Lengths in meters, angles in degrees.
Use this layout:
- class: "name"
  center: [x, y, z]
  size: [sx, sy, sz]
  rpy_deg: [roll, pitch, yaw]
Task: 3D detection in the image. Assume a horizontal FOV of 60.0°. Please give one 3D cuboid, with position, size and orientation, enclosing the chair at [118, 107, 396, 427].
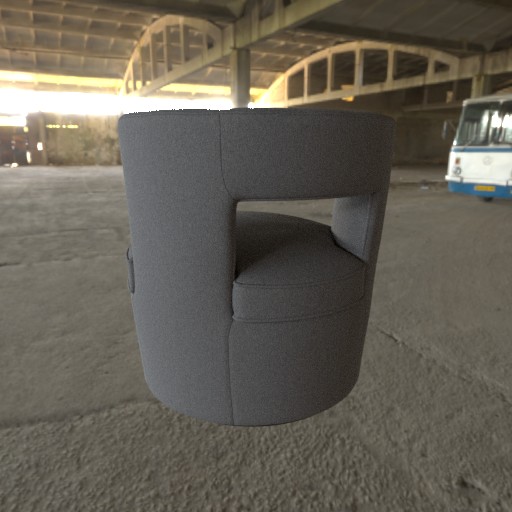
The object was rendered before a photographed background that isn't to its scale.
- class: "chair"
  center: [0.000, 0.000, 1.204]
  size: [0.689, 0.719, 0.660]
  rpy_deg: [-7, 15, -25]
